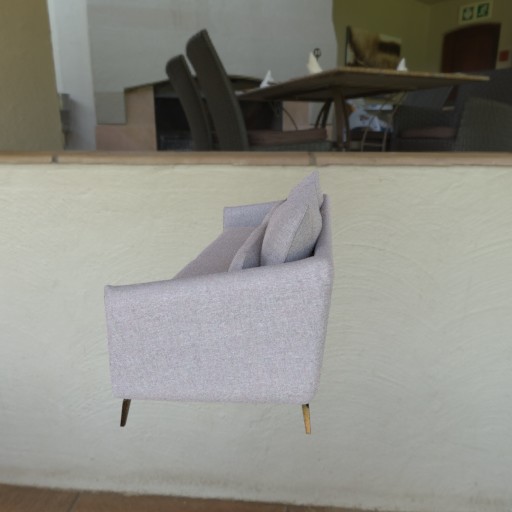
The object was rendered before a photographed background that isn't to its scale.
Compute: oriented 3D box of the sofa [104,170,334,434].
[{"bbox_3d":[0.000,0.000,2.451,0.809,0.833,2.022,2,15,8],"label":"sofa"}]
